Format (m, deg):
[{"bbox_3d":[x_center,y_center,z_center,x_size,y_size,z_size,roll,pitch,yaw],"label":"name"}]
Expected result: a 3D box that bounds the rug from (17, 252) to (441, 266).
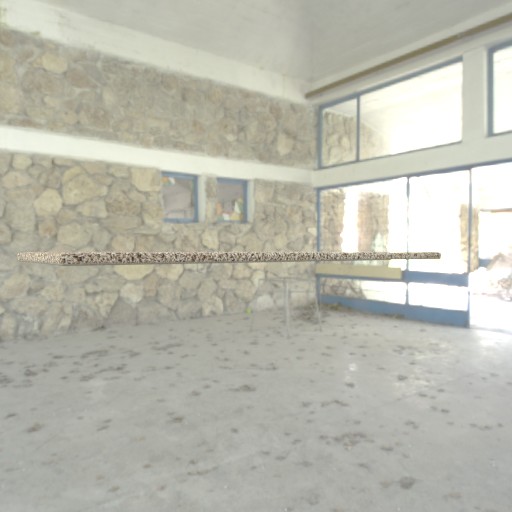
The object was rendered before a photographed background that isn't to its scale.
[{"bbox_3d":[0.000,0.000,1.676,1.524,0.030,0.609,0,1,-36],"label":"rug"}]
